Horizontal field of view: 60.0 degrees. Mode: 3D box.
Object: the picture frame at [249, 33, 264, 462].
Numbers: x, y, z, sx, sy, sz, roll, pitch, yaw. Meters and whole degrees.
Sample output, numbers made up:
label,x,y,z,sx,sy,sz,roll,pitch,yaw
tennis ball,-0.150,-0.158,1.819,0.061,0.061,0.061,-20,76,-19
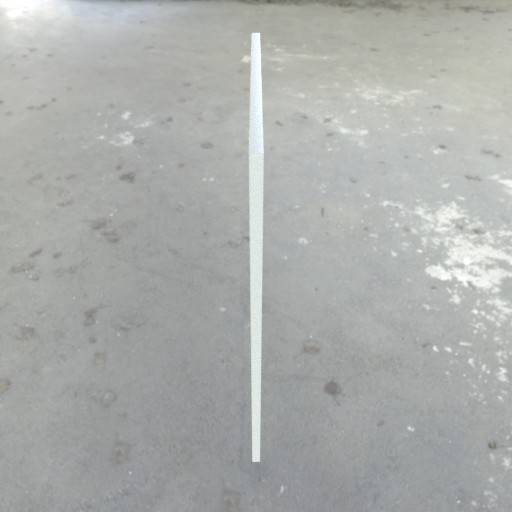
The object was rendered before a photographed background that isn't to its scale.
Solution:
label,x,y,z,sx,sy,sz,roll,pitch,yaw
picture frame,0.000,0.000,0.675,0.012,0.534,0.381,0,40,0
